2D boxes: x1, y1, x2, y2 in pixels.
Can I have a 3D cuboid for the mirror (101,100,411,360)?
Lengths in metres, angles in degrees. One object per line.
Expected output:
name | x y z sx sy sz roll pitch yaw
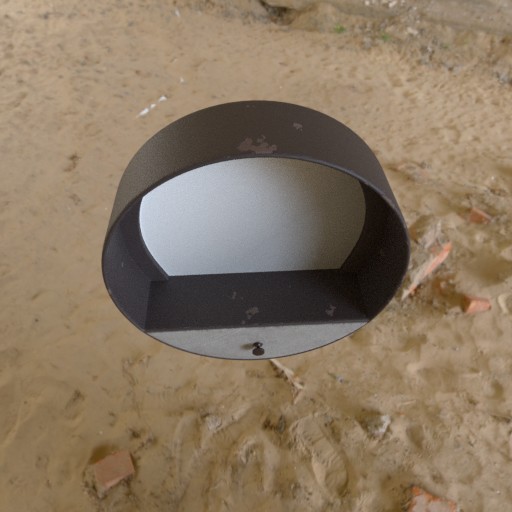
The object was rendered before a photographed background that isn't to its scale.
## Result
mirror | 0.000 0.000 0.599 0.386 0.386 0.126 -2 46 -2
